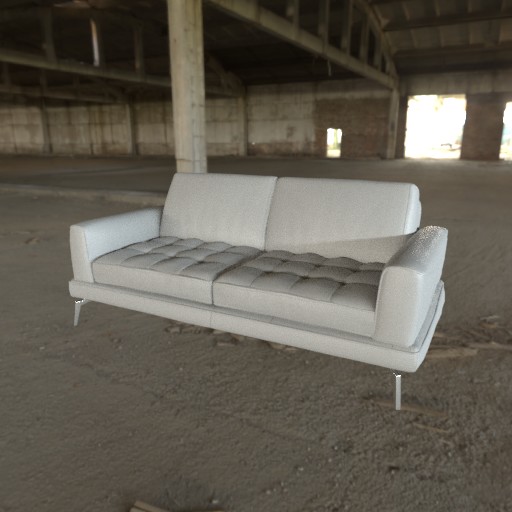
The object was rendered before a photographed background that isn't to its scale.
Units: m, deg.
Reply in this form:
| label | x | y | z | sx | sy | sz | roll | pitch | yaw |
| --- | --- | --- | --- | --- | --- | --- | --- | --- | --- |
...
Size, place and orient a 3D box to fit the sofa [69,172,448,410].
| label | x | y | z | sx | sy | sz | roll | pitch | yaw |
| --- | --- | --- | --- | --- | --- | --- | --- | --- | --- |
| sofa | 0.000 | 0.000 | 2.765 | 2.177 | 0.930 | 1.121 | 8 | 17 | 26 |
